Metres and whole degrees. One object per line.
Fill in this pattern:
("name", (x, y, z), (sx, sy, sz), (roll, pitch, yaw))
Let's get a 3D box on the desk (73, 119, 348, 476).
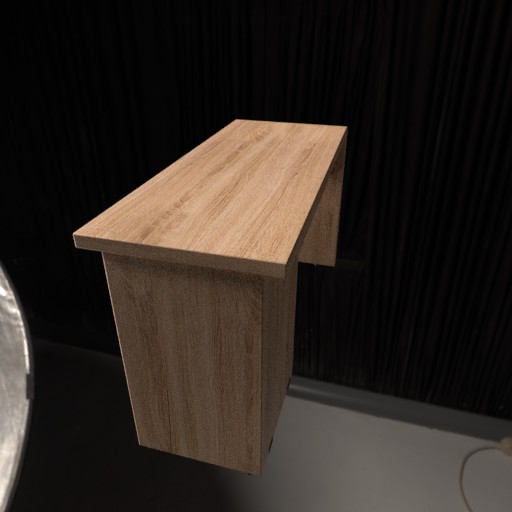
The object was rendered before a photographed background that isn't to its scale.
("desk", (0.000, 0.000, 1.678), (0.500, 0.750, 1.300), (8, 31, 14))
